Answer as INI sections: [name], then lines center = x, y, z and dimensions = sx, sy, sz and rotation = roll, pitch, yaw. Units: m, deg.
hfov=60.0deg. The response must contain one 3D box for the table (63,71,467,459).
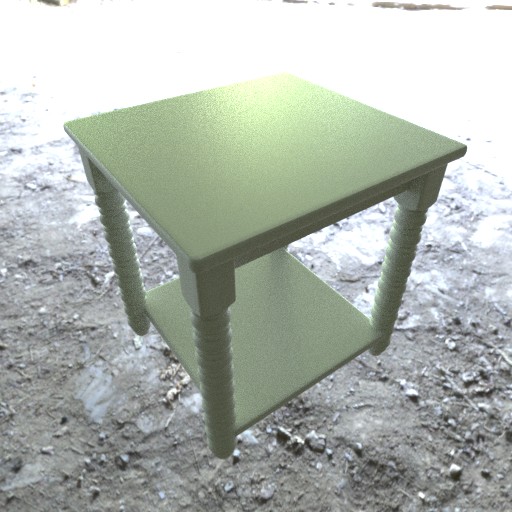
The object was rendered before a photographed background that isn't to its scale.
[table]
center = 0.000, 0.000, 0.962
dimensions = 0.533, 0.563, 0.500
rotation = -24, 45, -27
